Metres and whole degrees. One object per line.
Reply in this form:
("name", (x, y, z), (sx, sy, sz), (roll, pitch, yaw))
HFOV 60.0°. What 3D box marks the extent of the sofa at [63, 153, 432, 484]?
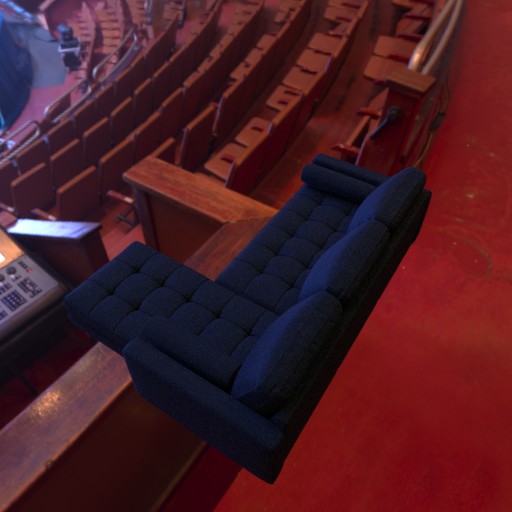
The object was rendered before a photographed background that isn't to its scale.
("sofa", (0.000, 0.000, 2.948), (1.613, 0.841, 2.185), (25, 51, 22))
